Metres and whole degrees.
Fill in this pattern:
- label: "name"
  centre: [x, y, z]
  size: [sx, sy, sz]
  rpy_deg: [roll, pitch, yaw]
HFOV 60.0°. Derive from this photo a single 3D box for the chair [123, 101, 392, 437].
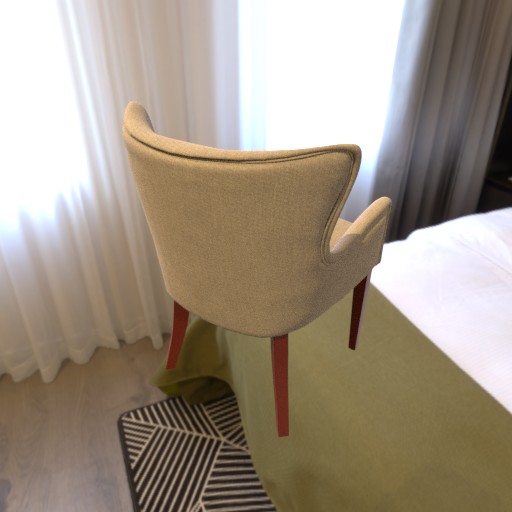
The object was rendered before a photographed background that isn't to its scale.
- label: "chair"
  centre: [0.000, 0.000, 1.463]
  size: [0.732, 0.948, 0.677]
  rpy_deg: [20, 36, 30]
